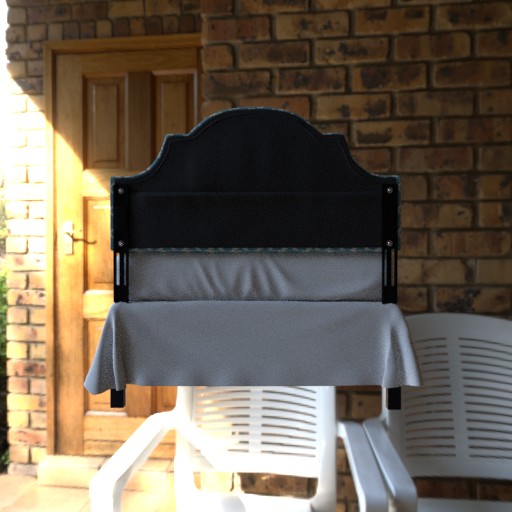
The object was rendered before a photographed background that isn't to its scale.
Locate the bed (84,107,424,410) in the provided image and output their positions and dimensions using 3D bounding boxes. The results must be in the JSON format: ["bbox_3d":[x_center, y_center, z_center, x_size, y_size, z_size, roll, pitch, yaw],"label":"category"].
[{"bbox_3d":[0.000,0.000,3.362,1.780,1.633,2.222,0,1,1],"label":"bed"}]
